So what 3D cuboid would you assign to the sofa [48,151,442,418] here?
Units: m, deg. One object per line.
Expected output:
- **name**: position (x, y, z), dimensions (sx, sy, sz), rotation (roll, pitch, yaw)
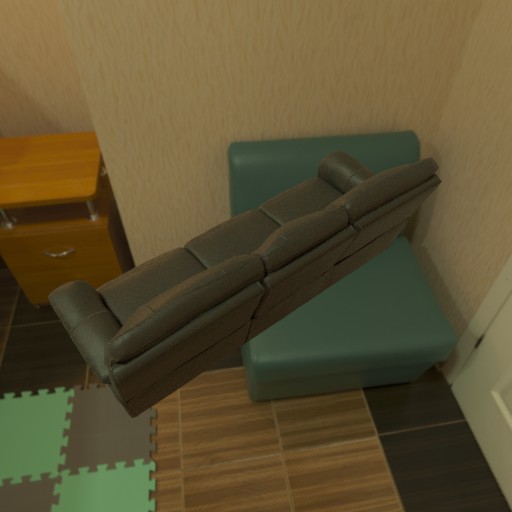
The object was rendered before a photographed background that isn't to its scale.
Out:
- **sofa**: position (0.000, 0.000, 3.170), dimensions (2.627, 1.134, 1.104), rotation (-30, 53, -25)
